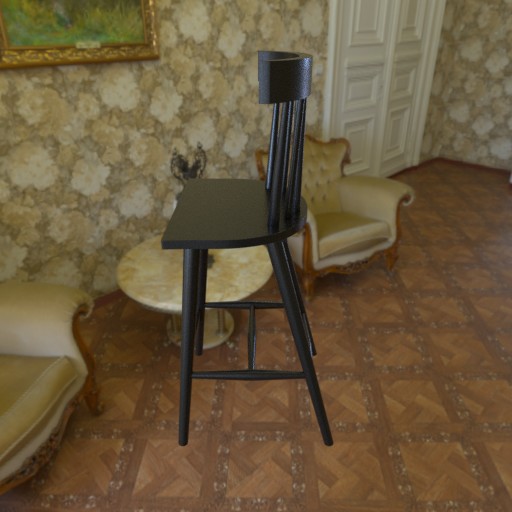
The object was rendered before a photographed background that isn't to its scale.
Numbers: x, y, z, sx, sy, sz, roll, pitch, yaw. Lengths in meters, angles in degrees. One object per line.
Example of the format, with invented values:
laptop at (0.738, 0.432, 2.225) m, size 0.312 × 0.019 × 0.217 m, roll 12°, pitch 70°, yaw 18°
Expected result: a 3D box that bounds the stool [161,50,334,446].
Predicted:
stool at (0.000, 0.000, 1.320) m, size 0.483 × 1.092 × 0.482 m, roll 0°, pitch 27°, yaw 0°
